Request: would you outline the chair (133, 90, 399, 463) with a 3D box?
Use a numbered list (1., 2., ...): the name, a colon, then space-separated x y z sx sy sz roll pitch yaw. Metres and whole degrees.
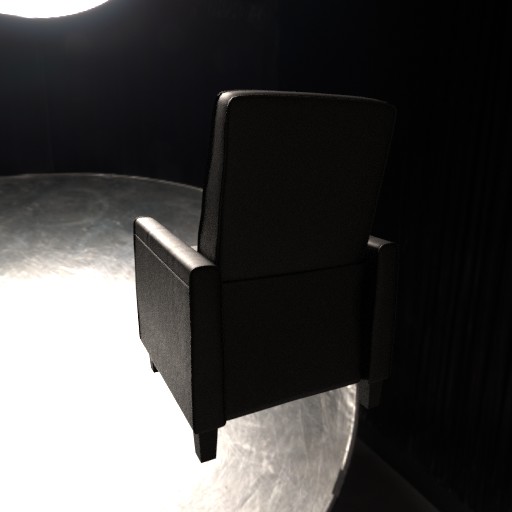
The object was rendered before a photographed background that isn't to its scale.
1. chair: 0.000 0.000 1.545 0.705 1.013 0.746 -7 15 -26
